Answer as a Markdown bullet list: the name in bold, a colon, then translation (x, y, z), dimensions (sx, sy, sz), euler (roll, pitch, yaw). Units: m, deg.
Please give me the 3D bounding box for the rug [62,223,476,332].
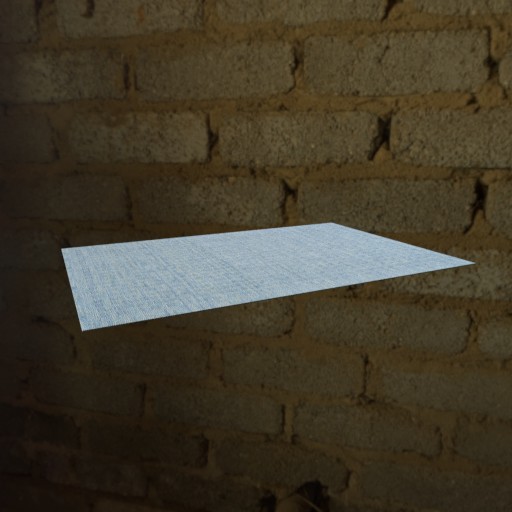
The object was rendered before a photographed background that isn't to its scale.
- **rug**: translation (0.000, 0.000, 2.923), dimensions (2.286, 0.006, 1.522), euler (-7, 16, -25)
